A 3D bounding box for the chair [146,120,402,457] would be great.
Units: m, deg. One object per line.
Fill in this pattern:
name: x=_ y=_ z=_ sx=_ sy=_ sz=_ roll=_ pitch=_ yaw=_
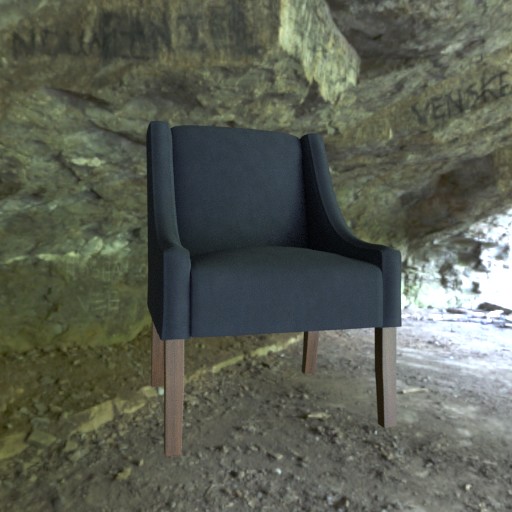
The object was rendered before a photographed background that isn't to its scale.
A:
chair: x=0.000 y=0.000 z=1.349 sx=0.629 sy=0.895 sz=0.629 roll=0 pitch=1 yaw=-16
